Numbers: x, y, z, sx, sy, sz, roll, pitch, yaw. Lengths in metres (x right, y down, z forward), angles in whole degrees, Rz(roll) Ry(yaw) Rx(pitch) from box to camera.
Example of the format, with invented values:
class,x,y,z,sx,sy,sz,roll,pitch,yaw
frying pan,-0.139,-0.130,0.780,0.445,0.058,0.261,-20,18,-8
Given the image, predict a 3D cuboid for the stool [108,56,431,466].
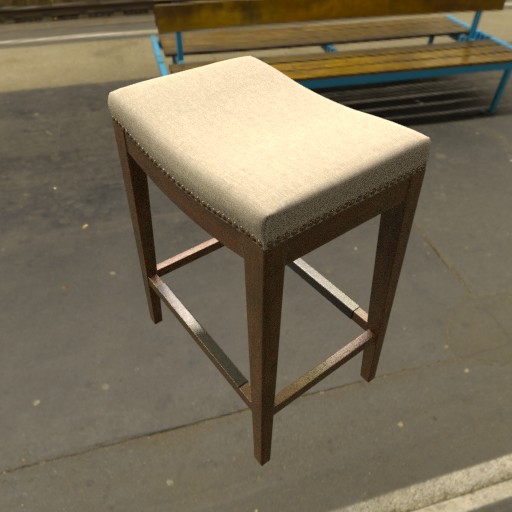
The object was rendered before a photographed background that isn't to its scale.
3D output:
class,x,y,z,sx,sy,sz,roll,pitch,yaw
stool,0.000,0.000,0.952,0.356,0.660,0.508,-27,49,-27
